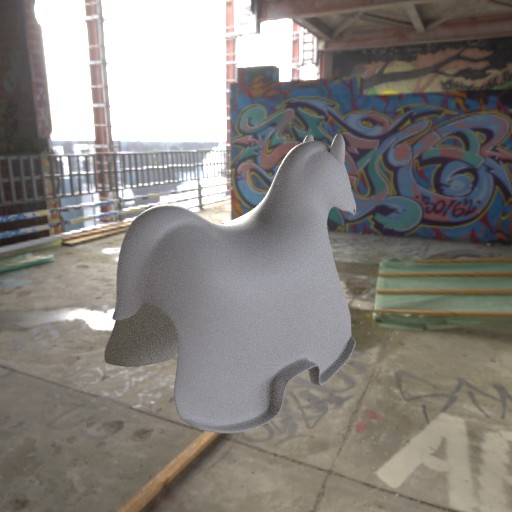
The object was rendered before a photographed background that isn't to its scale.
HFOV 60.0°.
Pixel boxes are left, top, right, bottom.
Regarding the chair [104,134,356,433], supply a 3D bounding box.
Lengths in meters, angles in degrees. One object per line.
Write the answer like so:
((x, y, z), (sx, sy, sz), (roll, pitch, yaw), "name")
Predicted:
((0.000, 0.000, 1.143), (0.800, 0.612, 0.429), (-14, 20, -42), "chair")
